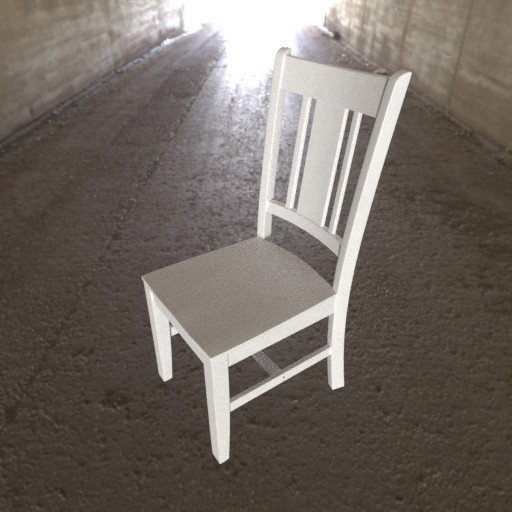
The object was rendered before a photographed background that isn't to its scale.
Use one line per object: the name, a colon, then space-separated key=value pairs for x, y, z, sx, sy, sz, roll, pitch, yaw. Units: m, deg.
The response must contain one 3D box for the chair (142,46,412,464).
chair: x=0.000 y=0.000 z=1.260 sx=0.555 sy=0.998 sz=0.450 roll=-21 pitch=38 yaw=-29
